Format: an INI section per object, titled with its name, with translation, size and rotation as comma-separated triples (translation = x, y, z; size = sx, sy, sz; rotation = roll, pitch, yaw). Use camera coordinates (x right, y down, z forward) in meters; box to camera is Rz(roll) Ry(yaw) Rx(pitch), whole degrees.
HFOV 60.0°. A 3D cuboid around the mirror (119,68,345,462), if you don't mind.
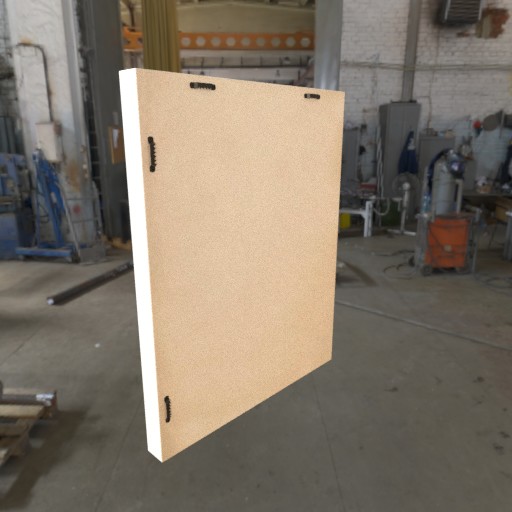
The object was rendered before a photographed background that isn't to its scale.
[mirror]
translation = 0.000, 0.000, 0.696
size = 0.041, 0.508, 0.405
rotation = 15, 21, 42
